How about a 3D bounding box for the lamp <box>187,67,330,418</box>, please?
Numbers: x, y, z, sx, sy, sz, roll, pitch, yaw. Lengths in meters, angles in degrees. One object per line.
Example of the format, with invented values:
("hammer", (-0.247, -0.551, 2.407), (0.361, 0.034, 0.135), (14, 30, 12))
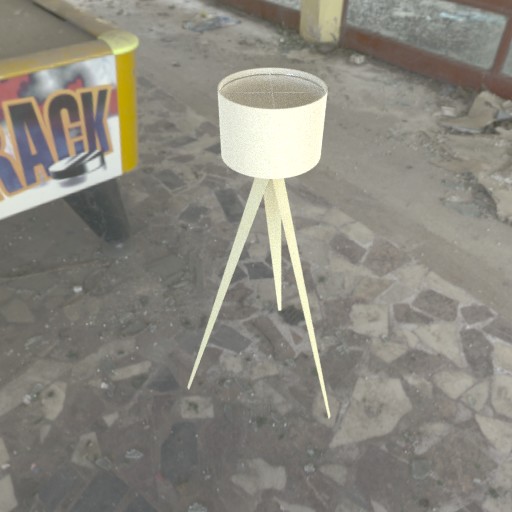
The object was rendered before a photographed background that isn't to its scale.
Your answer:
("lamp", (0.000, 0.000, 1.945), (0.724, 1.524, 0.716), (-1, 41, -1))
